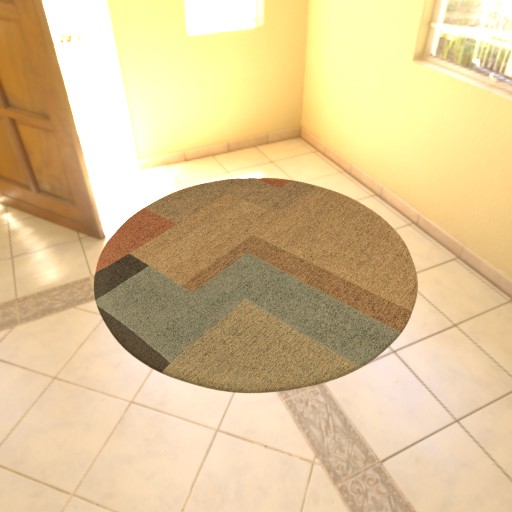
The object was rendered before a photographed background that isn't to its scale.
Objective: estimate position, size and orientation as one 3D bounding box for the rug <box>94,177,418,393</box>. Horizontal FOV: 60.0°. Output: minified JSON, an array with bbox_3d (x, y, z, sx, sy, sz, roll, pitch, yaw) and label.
[{"bbox_3d":[0.000,0.000,3.495,2.461,0.033,2.461,0,39,0],"label":"rug"}]
